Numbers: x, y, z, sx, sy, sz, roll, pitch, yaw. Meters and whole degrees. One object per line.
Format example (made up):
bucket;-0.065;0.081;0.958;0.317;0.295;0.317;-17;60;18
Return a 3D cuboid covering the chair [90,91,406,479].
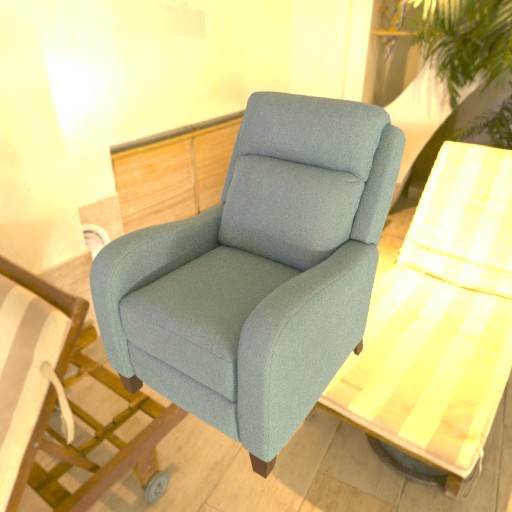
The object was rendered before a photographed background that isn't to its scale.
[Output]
chair;0.000;0.000;1.702;0.785;1.067;0.988;19;35;30
